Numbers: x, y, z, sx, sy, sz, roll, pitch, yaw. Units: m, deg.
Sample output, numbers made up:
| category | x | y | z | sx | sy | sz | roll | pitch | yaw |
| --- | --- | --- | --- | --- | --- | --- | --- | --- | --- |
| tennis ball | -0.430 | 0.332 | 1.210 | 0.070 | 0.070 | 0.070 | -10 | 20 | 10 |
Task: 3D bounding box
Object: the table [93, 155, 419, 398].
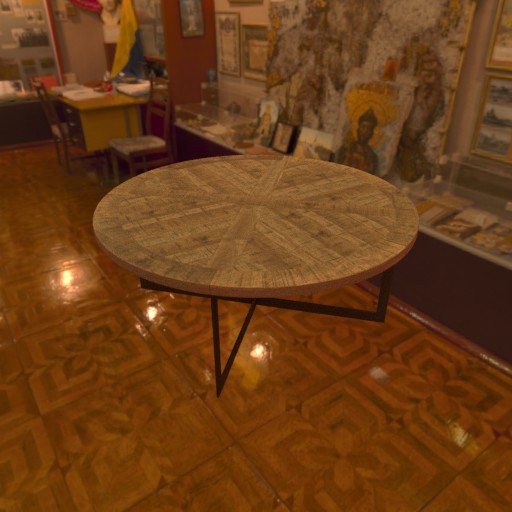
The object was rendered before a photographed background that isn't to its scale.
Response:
| category | x | y | z | sx | sy | sz | roll | pitch | yaw |
| --- | --- | --- | --- | --- | --- | --- | --- | --- | --- |
| table | 0.000 | 0.000 | 1.926 | 1.264 | 0.516 | 1.264 | 0 | 30 | 0 |
